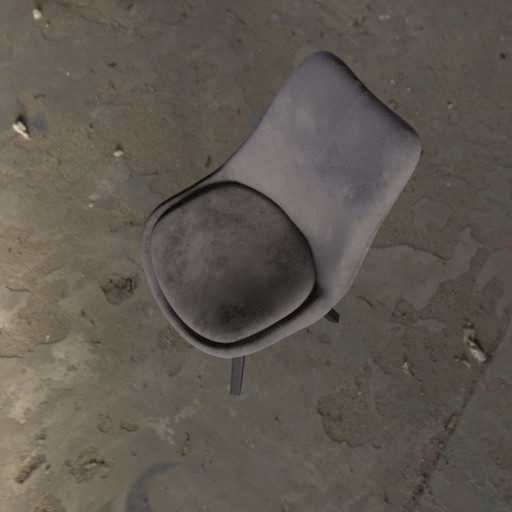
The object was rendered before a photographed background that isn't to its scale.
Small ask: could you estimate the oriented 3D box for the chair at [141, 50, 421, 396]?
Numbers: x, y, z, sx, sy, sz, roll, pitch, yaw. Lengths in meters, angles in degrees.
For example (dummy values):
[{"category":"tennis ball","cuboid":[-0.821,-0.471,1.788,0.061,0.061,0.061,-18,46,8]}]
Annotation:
[{"category":"chair","cuboid":[0.000,0.000,1.152,0.550,0.850,0.476,-31,69,-13]}]
